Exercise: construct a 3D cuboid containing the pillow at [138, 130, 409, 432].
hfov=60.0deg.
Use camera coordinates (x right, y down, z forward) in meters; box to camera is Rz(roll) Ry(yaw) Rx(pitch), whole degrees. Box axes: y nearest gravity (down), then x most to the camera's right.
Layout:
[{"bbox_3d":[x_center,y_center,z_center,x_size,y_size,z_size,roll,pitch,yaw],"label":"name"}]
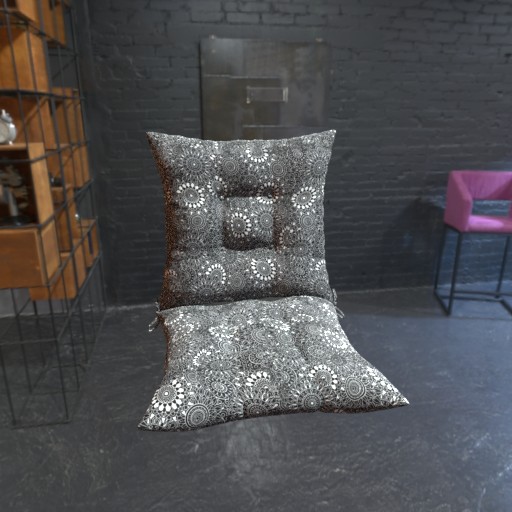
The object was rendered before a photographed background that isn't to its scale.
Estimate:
[{"bbox_3d":[0.000,0.000,1.013,0.541,0.536,0.585,-2,18,-8],"label":"pillow"}]
